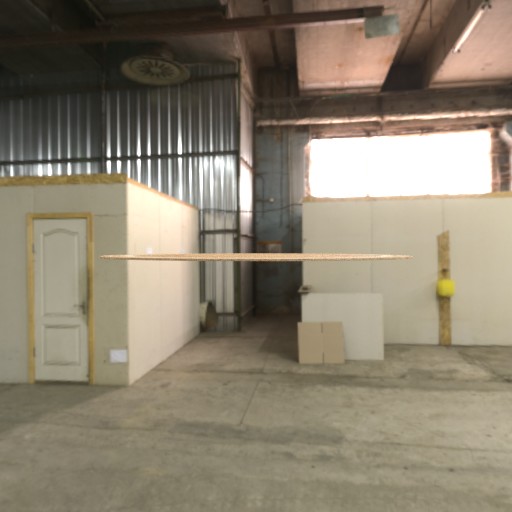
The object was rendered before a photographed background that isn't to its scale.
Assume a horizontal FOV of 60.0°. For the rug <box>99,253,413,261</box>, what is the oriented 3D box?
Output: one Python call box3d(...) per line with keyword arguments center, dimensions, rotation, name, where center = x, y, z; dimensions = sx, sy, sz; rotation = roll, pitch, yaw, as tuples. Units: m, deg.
box3d(center=(0.000, 0.000, 3.661), dimensions=(2.444, 0.015, 2.444), rotation=(0, 1, 0), name="rug")
